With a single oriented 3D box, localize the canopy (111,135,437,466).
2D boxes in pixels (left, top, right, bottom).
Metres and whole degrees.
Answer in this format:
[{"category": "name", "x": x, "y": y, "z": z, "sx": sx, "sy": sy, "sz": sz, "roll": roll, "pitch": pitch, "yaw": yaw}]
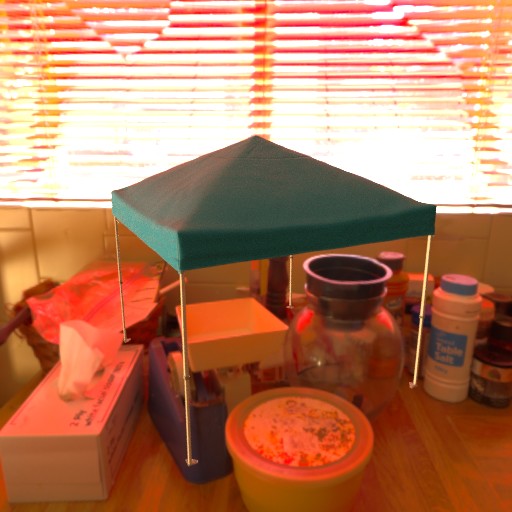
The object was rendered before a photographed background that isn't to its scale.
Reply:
[{"category": "canopy", "x": 0.000, "y": 0.000, "z": 5.692, "sx": 2.996, "sy": 2.997, "sz": 2.998, "roll": -8, "pitch": 17, "yaw": -26}]
